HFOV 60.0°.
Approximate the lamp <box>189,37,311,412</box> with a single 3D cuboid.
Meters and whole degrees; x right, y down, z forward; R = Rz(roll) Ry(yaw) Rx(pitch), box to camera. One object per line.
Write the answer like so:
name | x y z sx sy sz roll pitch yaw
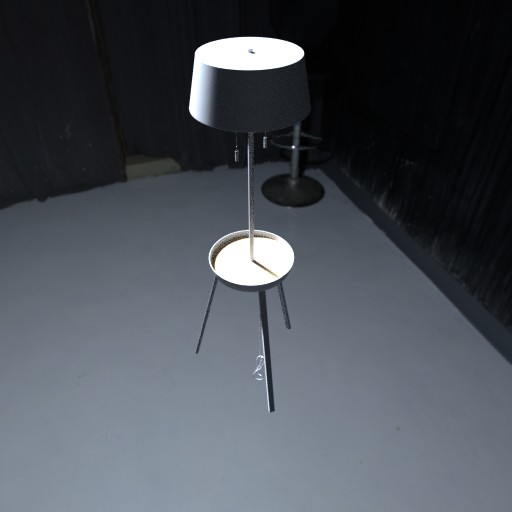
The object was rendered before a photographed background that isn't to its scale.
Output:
lamp | 0.000 0.000 1.654 0.508 1.429 0.468 -12 42 -14
